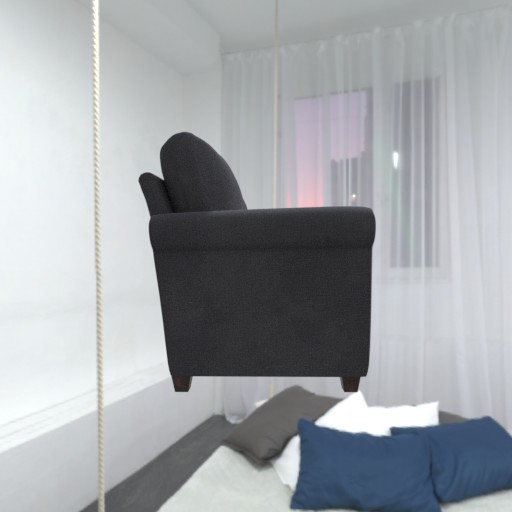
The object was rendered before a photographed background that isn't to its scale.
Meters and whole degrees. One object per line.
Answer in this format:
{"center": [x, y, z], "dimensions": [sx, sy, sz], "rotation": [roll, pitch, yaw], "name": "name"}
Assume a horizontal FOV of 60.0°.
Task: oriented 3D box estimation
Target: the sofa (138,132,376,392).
{"center": [0.000, 0.000, 2.439], "dimensions": [0.842, 0.942, 1.935], "rotation": [0, 0, 1], "name": "sofa"}
